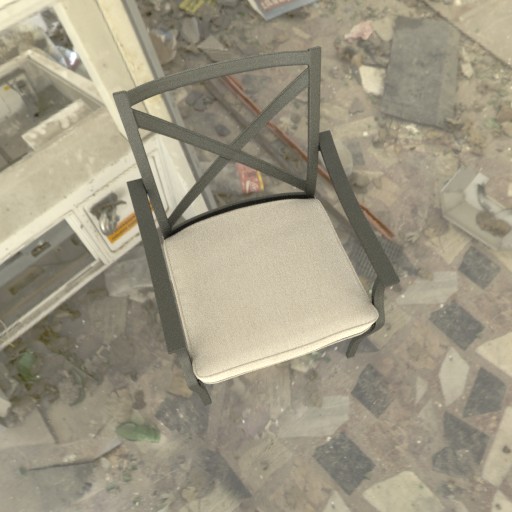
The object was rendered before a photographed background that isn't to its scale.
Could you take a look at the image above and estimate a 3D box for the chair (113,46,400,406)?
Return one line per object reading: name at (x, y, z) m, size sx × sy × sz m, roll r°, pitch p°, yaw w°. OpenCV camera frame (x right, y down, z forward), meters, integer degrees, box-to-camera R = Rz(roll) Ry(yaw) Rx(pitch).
chair at (0.000, 0.000, 1.290) m, size 0.575 × 0.889 × 0.620 m, roll -16°, pitch 65°, yaw -8°
